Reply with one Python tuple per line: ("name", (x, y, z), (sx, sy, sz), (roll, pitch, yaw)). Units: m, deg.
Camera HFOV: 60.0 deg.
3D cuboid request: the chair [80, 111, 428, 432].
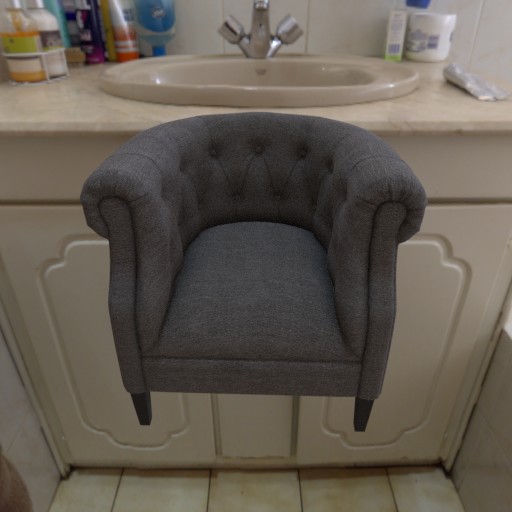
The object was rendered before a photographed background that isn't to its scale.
("chair", (0.000, 0.000, 1.543), (0.905, 0.827, 0.852), (1, 31, 2))
